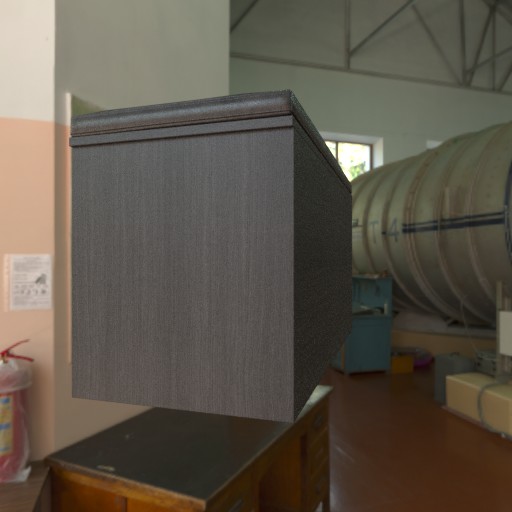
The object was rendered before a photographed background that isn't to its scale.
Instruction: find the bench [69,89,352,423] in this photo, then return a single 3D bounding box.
[{"bbox_3d":[0.000,0.000,1.143,0.401,0.501,0.905,0,0,18],"label":"bench"}]
